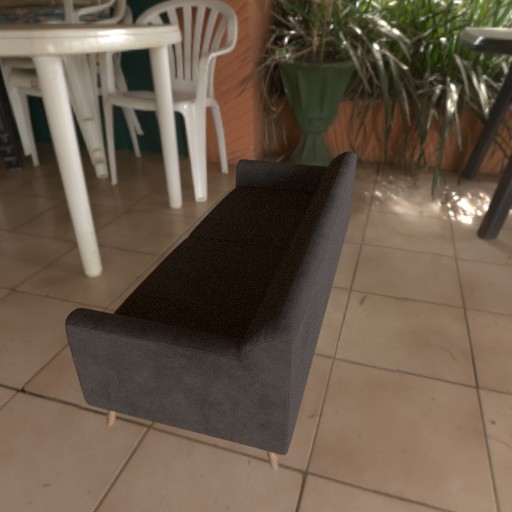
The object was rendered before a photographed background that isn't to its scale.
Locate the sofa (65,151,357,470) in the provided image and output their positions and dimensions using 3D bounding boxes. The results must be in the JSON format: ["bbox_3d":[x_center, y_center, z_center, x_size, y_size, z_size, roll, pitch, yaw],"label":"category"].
[{"bbox_3d":[0.000,0.000,2.585,0.900,0.740,2.190,8,30,14],"label":"sofa"}]
